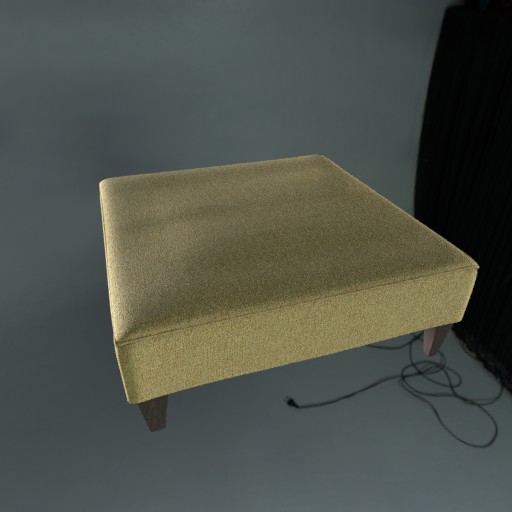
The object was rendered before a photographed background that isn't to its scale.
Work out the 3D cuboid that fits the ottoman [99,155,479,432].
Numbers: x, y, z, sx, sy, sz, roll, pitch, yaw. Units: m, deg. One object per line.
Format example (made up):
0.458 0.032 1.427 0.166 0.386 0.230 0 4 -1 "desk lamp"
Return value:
0.000 0.000 1.535 0.970 0.378 0.981 -10 33 -16 "ottoman"
